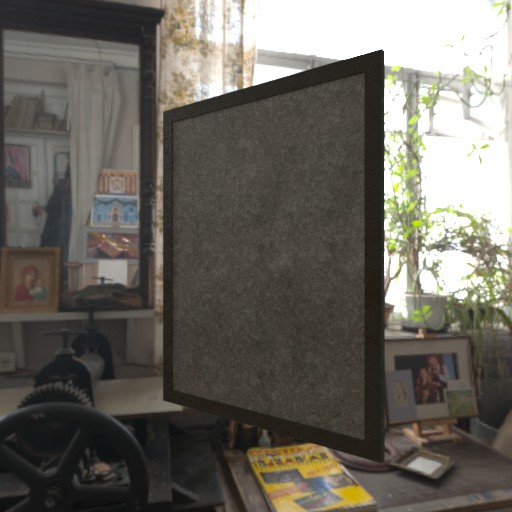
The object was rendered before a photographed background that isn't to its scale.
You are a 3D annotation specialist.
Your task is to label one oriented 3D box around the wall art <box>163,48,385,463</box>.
[{"bbox_3d":[0.000,0.000,1.290,0.767,0.983,0.030,0,0,37],"label":"wall art"}]
